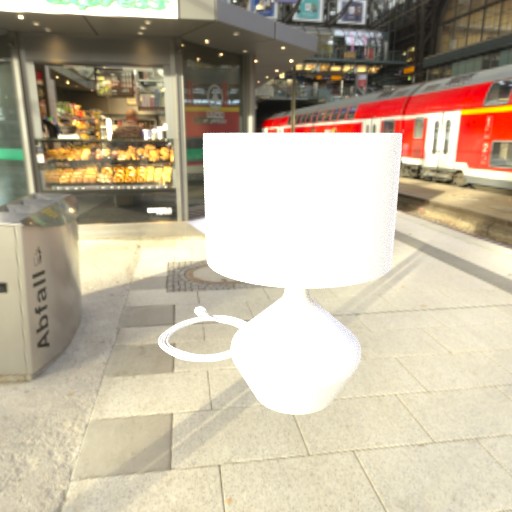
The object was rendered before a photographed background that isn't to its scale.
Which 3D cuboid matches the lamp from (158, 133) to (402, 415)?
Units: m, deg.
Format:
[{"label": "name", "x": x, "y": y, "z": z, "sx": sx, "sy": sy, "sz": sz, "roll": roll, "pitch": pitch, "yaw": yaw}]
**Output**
[{"label": "lamp", "x": 0.000, "y": 0.000, "z": 0.860, "sx": 0.401, "sy": 0.457, "sz": 0.546, "roll": -3, "pitch": 15, "yaw": -11}]
